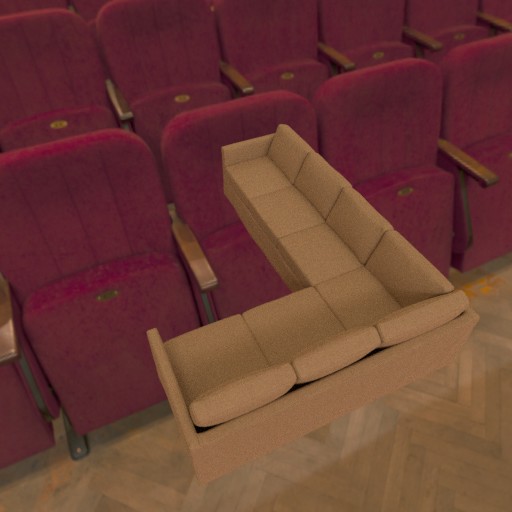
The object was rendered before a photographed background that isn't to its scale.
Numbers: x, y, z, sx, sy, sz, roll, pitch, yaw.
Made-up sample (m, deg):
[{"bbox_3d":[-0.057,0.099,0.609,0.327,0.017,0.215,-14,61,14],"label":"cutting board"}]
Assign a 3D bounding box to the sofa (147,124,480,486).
[{"bbox_3d":[0.000,0.000,4.288,2.432,0.871,3.182,-19,48,-17],"label":"sofa"}]
